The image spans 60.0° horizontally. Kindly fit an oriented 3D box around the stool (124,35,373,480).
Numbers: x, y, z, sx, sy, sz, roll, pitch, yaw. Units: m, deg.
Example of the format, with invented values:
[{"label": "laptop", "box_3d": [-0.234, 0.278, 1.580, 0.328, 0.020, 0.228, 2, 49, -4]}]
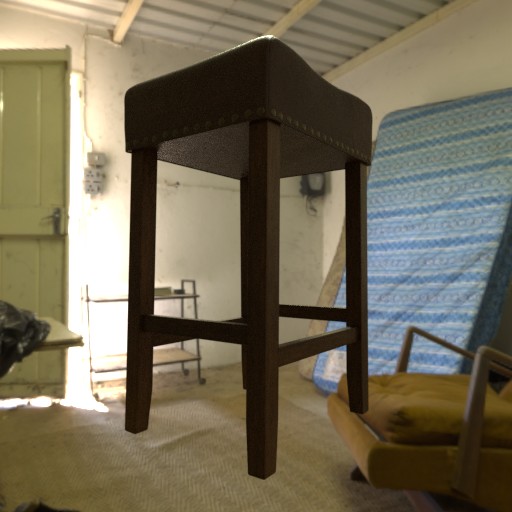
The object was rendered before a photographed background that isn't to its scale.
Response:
[{"label": "stool", "box_3d": [0.000, 0.000, 1.044, 0.401, 0.769, 0.465, -1, -2, 37]}]
